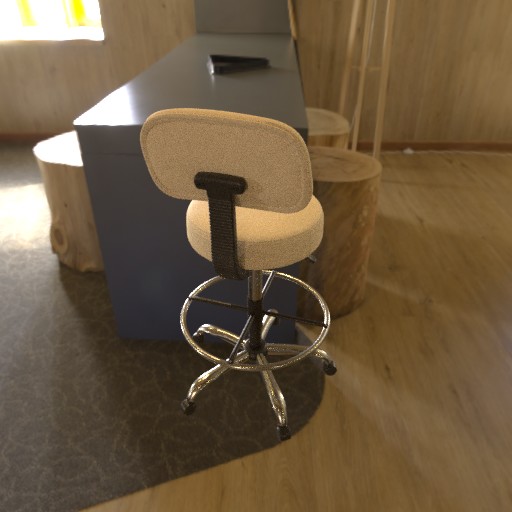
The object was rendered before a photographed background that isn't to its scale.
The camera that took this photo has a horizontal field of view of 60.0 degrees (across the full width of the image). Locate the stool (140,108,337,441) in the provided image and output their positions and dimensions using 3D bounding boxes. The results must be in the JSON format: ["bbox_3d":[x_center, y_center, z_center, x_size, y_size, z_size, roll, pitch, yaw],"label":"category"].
[{"bbox_3d":[0.000,0.000,1.441,0.609,1.080,0.616,10,35,15],"label":"stool"}]
